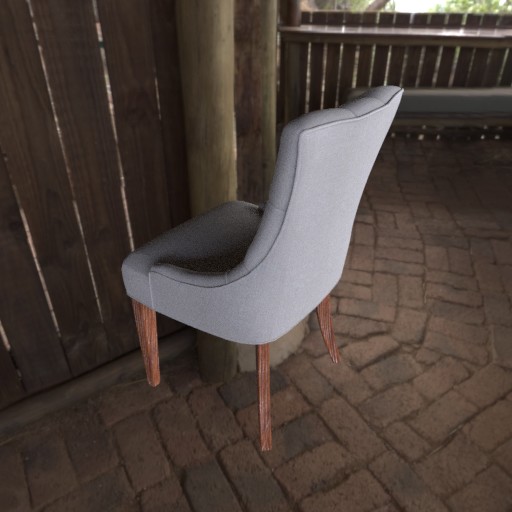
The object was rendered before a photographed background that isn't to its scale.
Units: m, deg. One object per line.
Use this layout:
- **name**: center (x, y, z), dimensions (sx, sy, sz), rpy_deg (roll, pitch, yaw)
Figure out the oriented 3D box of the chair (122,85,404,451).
- **chair**: center (0.000, 0.000, 1.196), dimensions (0.565, 0.874, 0.509), rpy_deg (21, 37, 31)
